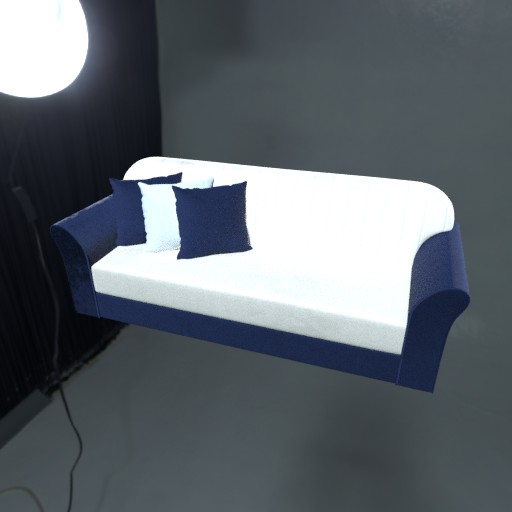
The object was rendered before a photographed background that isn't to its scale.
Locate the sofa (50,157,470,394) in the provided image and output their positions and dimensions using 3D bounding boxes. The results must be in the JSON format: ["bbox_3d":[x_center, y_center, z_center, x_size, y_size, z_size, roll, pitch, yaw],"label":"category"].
[{"bbox_3d":[0.000,0.000,2.379,2.006,0.789,0.749,9,28,17],"label":"sofa"}]
